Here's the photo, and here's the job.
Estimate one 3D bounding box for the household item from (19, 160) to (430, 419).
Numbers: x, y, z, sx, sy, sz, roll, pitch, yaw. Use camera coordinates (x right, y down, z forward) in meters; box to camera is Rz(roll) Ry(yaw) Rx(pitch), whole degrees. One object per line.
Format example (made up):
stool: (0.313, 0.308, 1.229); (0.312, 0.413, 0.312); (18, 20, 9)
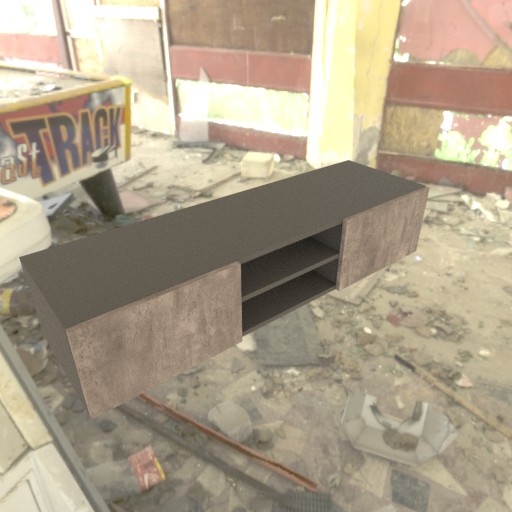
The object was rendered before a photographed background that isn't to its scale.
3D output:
household item: (0.000, 0.000, 1.580); (1.400, 0.310, 0.420); (-22, 37, -32)
